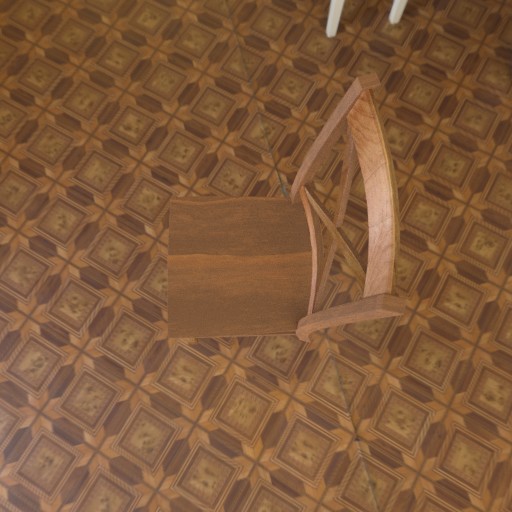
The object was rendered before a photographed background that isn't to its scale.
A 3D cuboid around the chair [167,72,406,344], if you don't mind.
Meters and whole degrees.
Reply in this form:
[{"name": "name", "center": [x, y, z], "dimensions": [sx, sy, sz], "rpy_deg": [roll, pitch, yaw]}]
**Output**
[{"name": "chair", "center": [0.000, 0.000, 1.296], "dimensions": [0.542, 0.983, 0.485], "rpy_deg": [-2, 75, 0]}]
